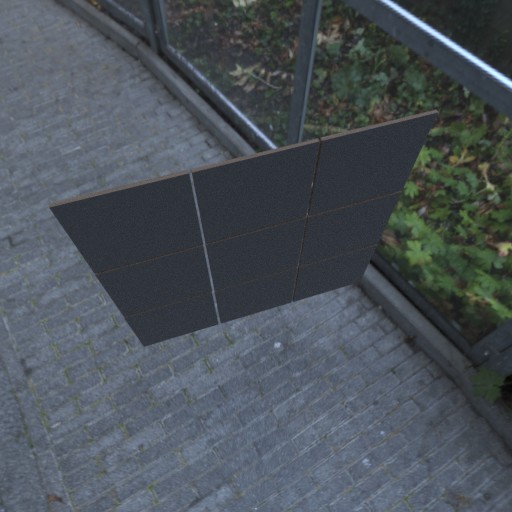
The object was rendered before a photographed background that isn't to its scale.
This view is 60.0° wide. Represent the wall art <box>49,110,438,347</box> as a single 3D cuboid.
[{"bbox_3d":[0.000,0.000,1.850,1.216,1.216,0.013,-16,62,-9],"label":"wall art"}]
